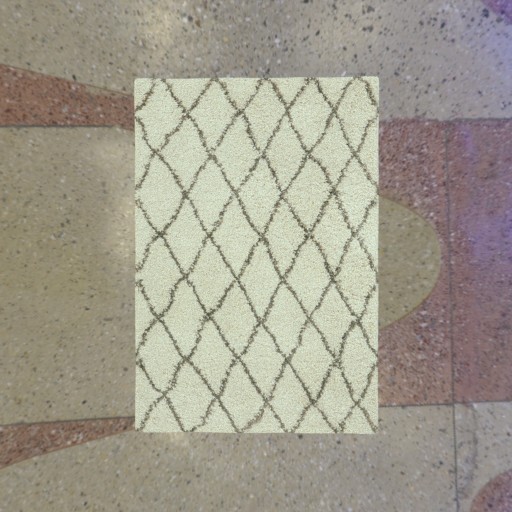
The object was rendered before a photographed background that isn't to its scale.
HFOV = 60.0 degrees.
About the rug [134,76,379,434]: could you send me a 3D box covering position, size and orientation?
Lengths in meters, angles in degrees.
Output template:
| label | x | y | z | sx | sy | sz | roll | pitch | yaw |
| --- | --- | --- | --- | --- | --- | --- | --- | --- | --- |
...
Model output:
| label | x | y | z | sx | sy | sz | roll | pitch | yaw |
| --- | --- | --- | --- | --- | --- | --- | --- | --- | --- |
| rug | 0.000 | 0.000 | 2.221 | 1.219 | 0.030 | 1.778 | 0 | 91 | 1 |
